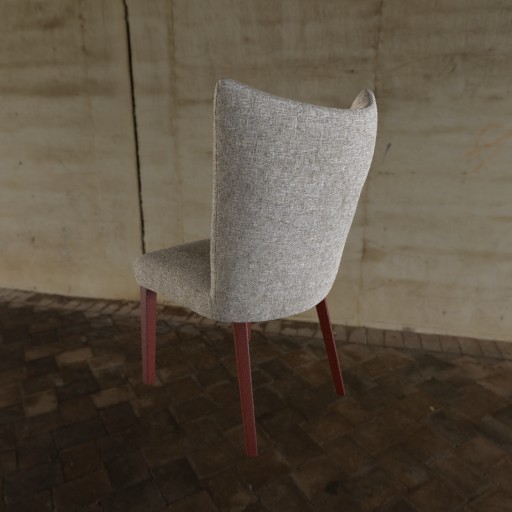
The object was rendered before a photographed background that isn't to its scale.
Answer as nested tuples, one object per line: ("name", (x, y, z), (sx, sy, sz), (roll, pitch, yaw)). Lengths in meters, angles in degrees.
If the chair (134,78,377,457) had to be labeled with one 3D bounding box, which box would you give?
("chair", (0.000, 0.000, 1.301), (0.535, 0.924, 0.623), (-15, 23, -41))
